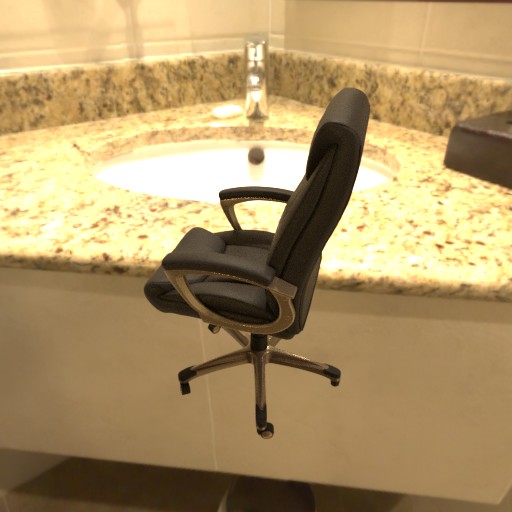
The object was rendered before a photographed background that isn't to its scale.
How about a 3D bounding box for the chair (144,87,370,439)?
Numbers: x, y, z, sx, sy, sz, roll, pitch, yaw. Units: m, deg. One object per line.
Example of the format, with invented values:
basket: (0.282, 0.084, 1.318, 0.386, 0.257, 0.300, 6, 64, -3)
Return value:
chair: (0.000, 0.000, 1.683, 0.748, 1.188, 0.694, 8, 32, 13)
